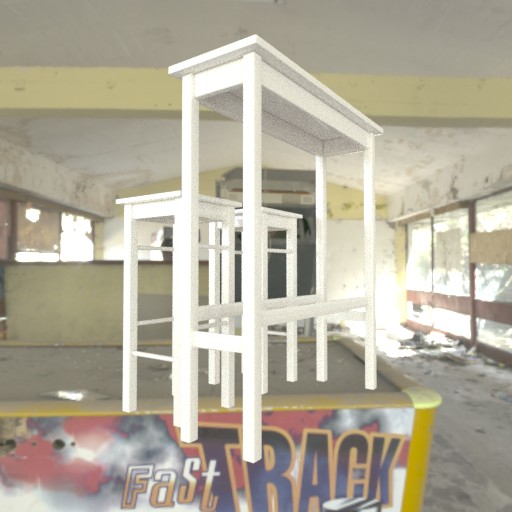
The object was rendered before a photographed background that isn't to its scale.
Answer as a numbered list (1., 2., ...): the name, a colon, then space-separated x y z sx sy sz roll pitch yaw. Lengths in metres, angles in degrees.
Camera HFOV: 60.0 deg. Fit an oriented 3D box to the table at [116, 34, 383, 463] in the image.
1. table: 0.000 0.000 1.639 0.650 1.065 0.915 -1 -2 35
